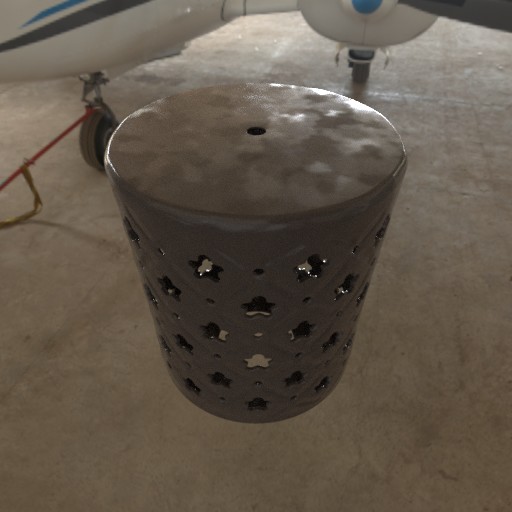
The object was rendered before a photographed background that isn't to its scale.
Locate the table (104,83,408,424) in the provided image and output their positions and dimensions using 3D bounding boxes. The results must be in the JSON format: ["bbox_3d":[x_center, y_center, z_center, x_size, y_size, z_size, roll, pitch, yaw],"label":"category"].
[{"bbox_3d":[0.000,0.000,0.646,0.352,0.387,0.352,0,41,0],"label":"table"}]
